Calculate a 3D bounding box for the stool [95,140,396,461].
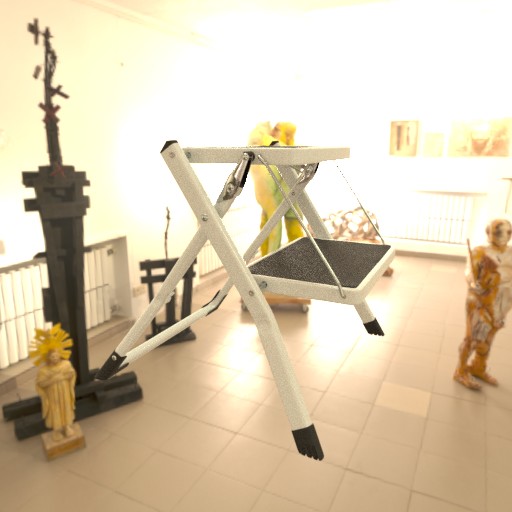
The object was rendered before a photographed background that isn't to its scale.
[{"bbox_3d":[0.000,0.000,0.881,0.490,0.445,0.485,7,16,25],"label":"stool"}]
